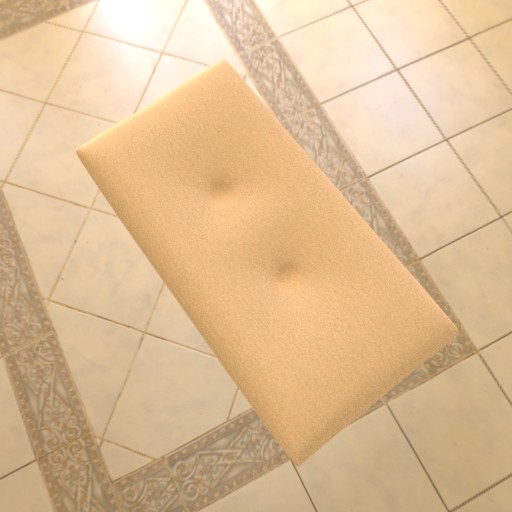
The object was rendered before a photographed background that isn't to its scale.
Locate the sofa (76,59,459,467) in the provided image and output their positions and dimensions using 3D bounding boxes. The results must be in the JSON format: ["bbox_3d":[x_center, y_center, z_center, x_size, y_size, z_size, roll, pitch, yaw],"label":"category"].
[{"bbox_3d":[0.000,0.000,1.209,0.480,0.470,0.930,-36,77,-9],"label":"sofa"}]
